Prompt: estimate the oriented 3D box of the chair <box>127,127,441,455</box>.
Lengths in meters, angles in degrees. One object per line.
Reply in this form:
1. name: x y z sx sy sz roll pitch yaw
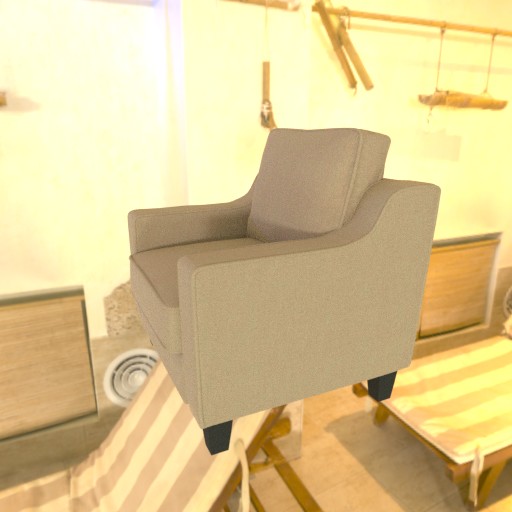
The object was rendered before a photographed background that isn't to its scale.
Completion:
1. chair: 0.000 0.000 1.705 0.882 0.948 0.922 -7 18 -24
